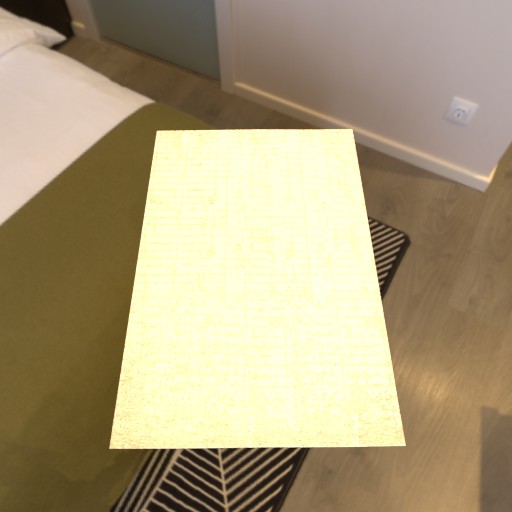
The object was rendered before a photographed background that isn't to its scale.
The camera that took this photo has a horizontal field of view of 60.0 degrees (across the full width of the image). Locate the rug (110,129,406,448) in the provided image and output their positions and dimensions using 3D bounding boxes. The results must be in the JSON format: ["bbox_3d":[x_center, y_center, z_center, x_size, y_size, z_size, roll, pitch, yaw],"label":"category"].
[{"bbox_3d":[0.000,0.000,2.282,1.211,0.007,1.827,0,59,0],"label":"rug"}]
